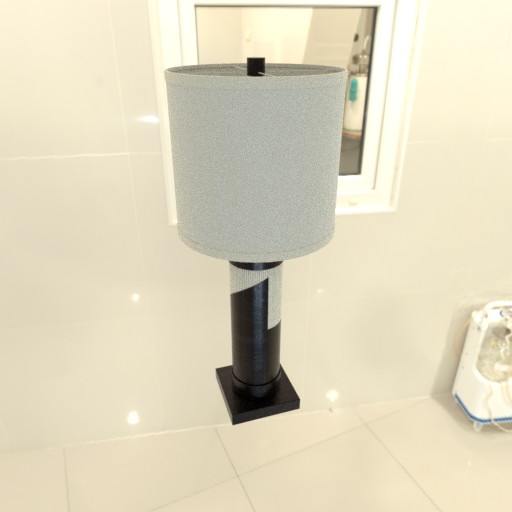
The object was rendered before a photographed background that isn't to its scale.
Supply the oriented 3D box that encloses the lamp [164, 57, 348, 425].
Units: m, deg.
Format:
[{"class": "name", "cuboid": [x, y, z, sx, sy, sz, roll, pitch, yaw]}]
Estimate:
[{"class": "lamp", "cuboid": [0.000, 0.000, 0.623, 0.211, 0.509, 0.211, -8, 28, -16]}]
